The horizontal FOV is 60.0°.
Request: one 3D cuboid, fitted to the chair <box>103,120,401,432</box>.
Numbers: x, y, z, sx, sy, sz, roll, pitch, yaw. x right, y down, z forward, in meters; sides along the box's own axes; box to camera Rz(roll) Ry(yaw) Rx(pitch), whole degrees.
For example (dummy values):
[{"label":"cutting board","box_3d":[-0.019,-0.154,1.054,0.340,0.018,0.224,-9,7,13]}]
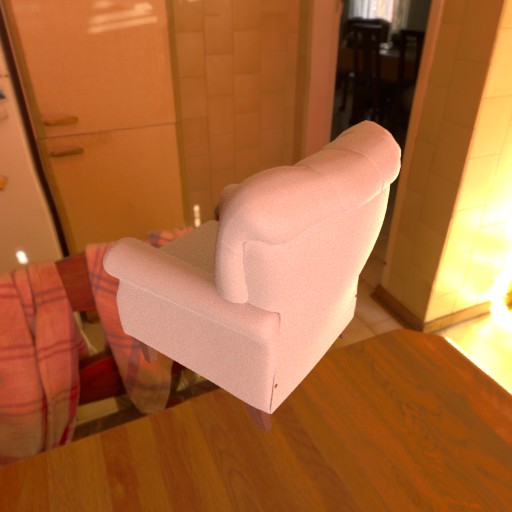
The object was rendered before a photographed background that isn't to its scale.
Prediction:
[{"label":"chair","box_3d":[0.000,0.000,2.112,1.128,1.217,1.090,20,37,30]}]
